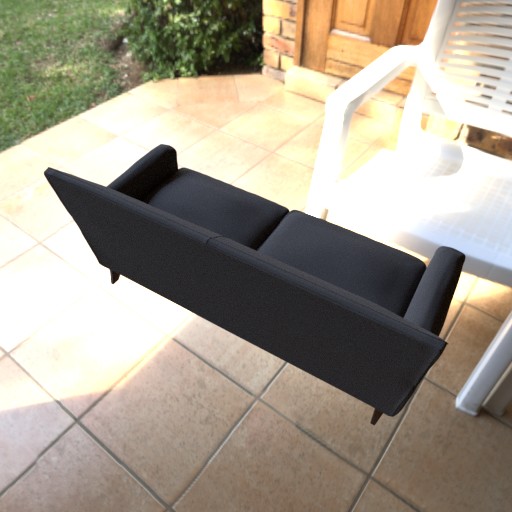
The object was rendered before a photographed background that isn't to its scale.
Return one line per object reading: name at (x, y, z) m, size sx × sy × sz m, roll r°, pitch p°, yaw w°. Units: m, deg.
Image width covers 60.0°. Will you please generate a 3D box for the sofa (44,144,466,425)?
sofa at (0.000, 0.000, 2.418) m, size 2.002 × 0.907 × 0.843 m, roll 24°, pitch 51°, yaw 21°
